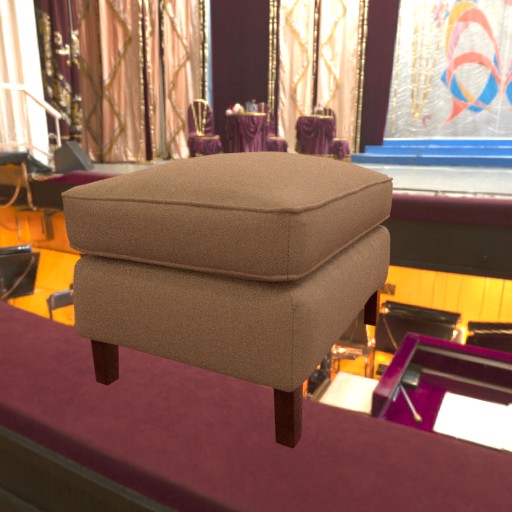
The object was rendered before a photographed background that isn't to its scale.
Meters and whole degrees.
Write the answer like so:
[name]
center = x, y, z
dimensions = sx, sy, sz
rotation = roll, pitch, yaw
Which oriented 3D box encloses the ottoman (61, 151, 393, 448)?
[ottoman]
center = 0.000, 0.000, 0.999
dimensions = 0.501, 0.456, 0.665
rotation = 7, 16, 27
